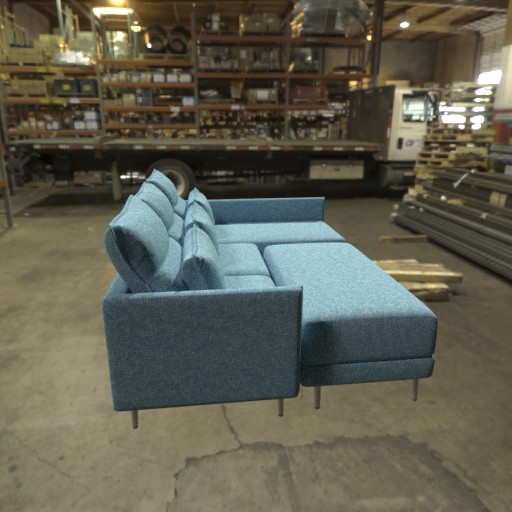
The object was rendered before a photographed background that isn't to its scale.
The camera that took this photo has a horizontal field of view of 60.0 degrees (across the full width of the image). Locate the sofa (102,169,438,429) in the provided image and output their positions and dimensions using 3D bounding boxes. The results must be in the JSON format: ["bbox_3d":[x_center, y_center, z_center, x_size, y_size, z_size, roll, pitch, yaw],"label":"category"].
[{"bbox_3d":[0.000,0.000,2.731,1.420,0.899,2.034,-2,17,-7],"label":"sofa"}]
